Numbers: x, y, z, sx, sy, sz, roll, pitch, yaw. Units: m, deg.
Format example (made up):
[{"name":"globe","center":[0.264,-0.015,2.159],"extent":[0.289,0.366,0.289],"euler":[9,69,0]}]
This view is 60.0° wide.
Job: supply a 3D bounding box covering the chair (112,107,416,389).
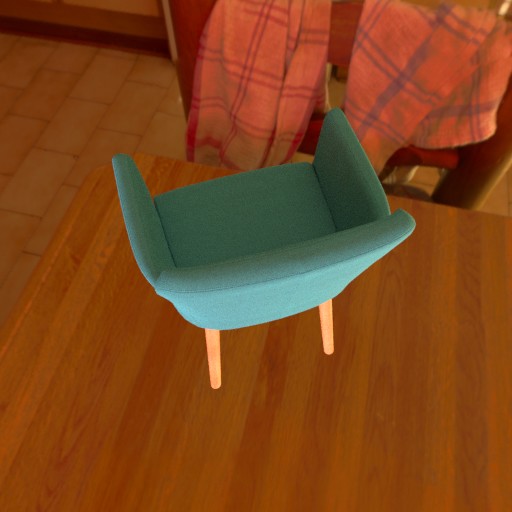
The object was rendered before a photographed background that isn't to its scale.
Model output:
[{"name":"chair","center":[0.000,0.000,1.162],"extent":[0.570,0.780,0.540],"euler":[-14,60,-8]}]
